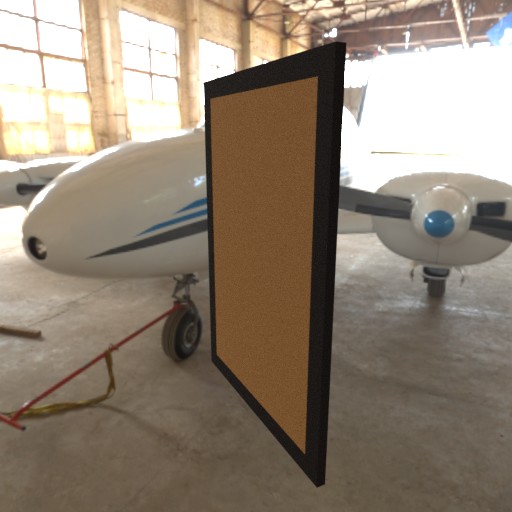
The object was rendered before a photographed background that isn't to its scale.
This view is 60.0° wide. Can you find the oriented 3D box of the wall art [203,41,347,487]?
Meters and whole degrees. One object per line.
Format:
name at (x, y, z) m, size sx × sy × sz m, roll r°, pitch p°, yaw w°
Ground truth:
wall art at (0.000, 0.000, 0.676) m, size 0.013 × 0.534 × 0.380 m, roll -7°, pitch 17°, yaw -26°
